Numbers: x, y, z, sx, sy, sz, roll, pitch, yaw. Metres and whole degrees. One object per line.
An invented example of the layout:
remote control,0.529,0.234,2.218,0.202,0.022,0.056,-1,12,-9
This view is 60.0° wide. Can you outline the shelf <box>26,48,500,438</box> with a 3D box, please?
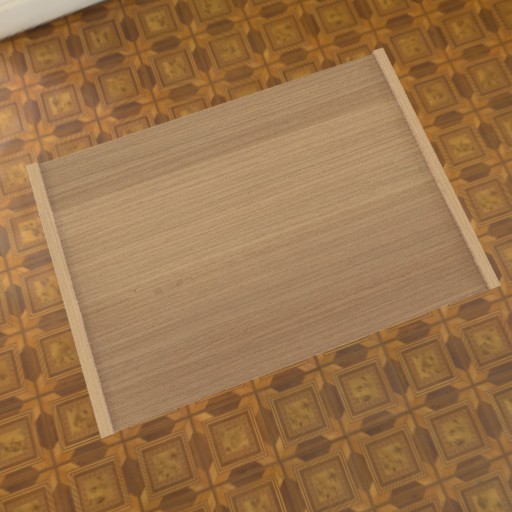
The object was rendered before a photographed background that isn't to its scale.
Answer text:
shelf,0.000,0.000,0.605,0.415,0.305,0.290,-20,78,-4
